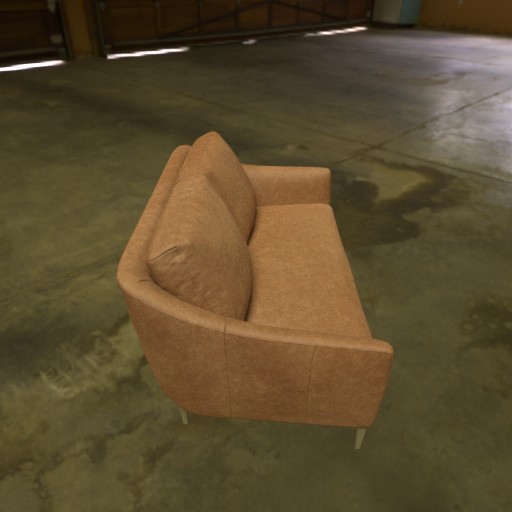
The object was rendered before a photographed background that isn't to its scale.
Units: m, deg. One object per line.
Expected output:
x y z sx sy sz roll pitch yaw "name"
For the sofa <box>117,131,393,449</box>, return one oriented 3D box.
0.000 0.000 2.210 0.960 0.902 1.619 0 32 0 "sofa"
